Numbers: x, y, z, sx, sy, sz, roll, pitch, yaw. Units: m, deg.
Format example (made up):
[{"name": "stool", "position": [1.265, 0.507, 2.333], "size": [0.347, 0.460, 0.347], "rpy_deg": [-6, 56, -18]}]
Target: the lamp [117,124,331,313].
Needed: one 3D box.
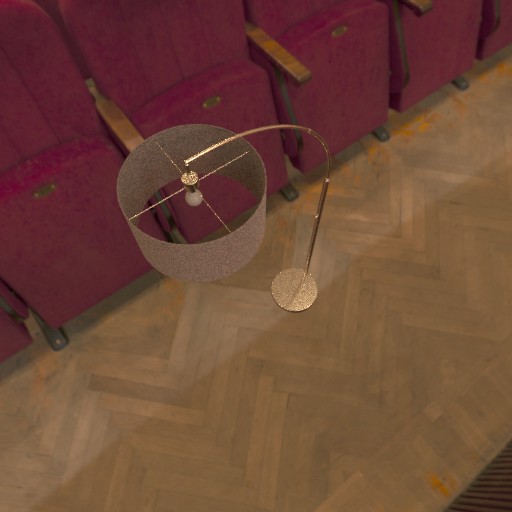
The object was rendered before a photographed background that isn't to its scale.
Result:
[{"name": "lamp", "position": [0.000, 0.000, 2.095], "size": [0.934, 1.735, 0.452], "rpy_deg": [-33, 67, -16]}]
